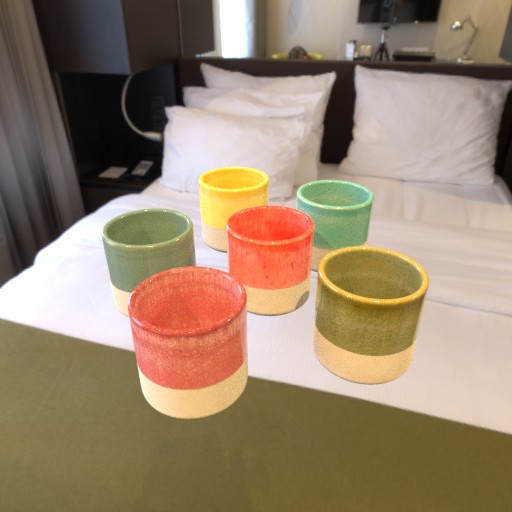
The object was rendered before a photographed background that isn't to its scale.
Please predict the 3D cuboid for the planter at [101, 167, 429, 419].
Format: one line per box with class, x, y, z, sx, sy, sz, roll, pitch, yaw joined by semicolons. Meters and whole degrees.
planter;0.000;0.000;0.402;0.257;0.075;0.286;-8;30;-14
